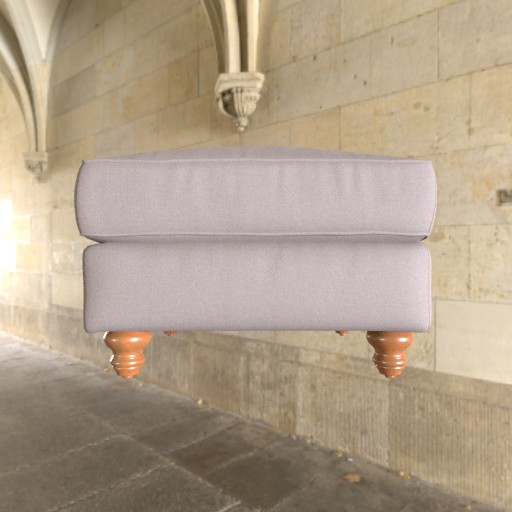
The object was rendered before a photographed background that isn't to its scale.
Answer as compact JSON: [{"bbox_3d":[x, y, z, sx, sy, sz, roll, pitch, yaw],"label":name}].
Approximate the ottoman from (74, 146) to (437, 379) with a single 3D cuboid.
[{"bbox_3d":[0.000,0.000,1.166,0.721,0.505,0.662,0,0,0],"label":"ottoman"}]
